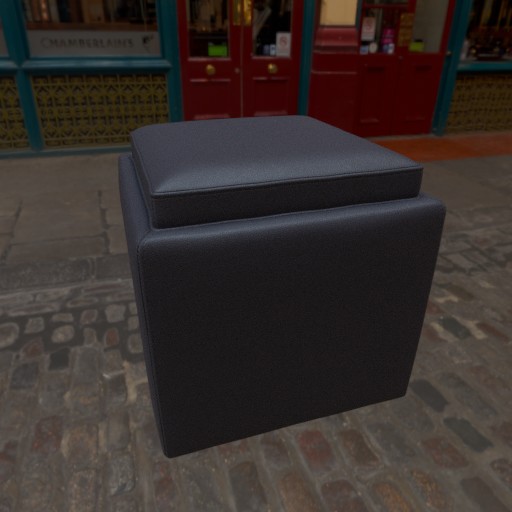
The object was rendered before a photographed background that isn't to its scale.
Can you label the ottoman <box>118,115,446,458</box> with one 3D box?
[{"bbox_3d":[0.000,0.000,0.825,0.451,0.460,0.450,-8,28,-16],"label":"ottoman"}]
